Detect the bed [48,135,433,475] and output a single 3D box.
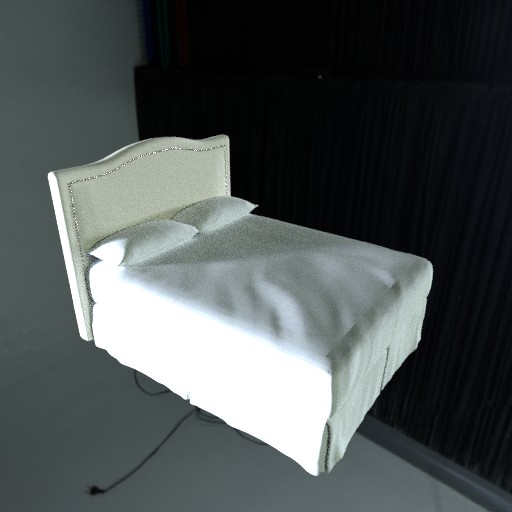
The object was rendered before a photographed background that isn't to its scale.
[{"bbox_3d":[0.000,0.000,3.226,2.143,1.460,1.753,17,30,33],"label":"bed"}]
